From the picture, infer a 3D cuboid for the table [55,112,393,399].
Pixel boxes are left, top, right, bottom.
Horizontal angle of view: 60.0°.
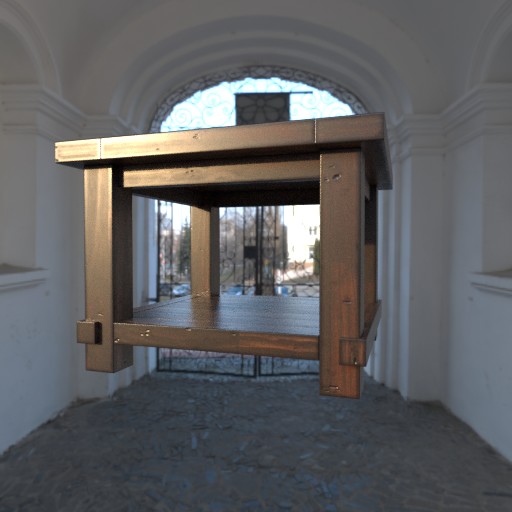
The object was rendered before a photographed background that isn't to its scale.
[{"bbox_3d":[0.000,0.000,1.028,0.593,0.437,0.606,0,1,18],"label":"table"}]
